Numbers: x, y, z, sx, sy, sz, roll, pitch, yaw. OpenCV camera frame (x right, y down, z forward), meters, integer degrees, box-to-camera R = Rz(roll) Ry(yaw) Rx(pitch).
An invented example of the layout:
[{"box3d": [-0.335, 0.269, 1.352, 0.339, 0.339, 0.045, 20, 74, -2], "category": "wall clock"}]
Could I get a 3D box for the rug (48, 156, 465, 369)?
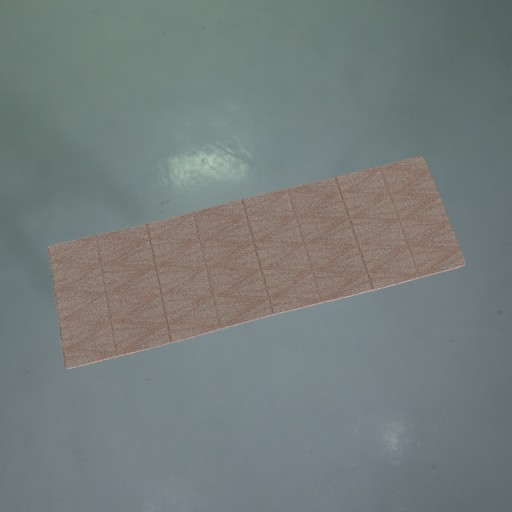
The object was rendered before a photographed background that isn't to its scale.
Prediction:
[{"box3d": [0.000, 0.000, 2.688, 2.435, 0.015, 0.760, -14, 75, -4], "category": "rug"}]
